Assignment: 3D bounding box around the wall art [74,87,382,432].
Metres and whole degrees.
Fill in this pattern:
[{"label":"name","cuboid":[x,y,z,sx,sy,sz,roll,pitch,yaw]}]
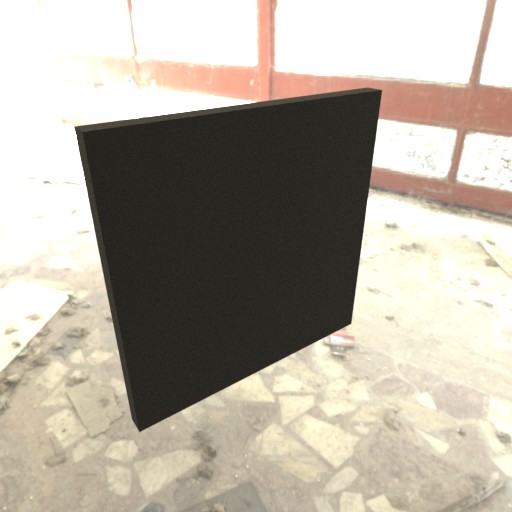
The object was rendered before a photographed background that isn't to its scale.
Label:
[{"label":"wall art","cuboid":[0.000,0.000,0.698,0.462,0.458,0.030,-19,35,-30]}]
